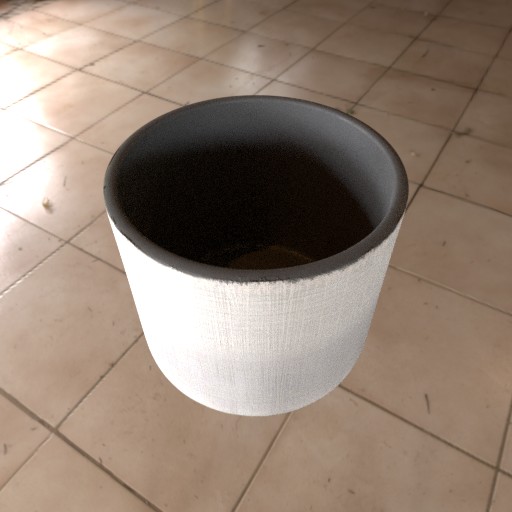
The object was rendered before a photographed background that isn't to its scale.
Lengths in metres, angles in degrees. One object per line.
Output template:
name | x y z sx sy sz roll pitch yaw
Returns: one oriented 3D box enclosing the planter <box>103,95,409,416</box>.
planter | 0.000 0.000 0.449 0.254 0.221 0.254 0 47 0
